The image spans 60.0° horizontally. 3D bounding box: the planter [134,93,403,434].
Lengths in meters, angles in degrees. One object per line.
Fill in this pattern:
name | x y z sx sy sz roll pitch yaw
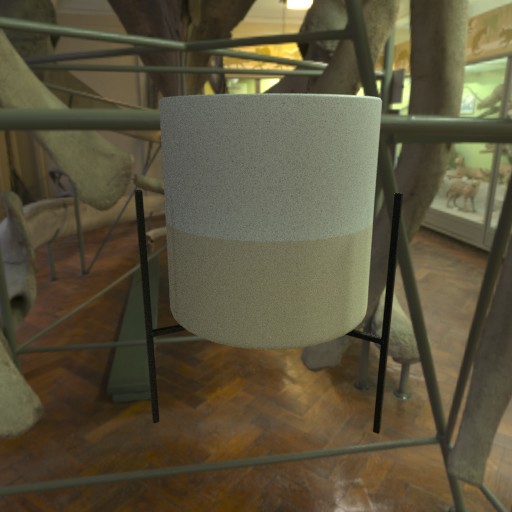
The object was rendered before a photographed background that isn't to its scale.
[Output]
planter | 0.000 0.000 0.544 0.263 0.362 0.267 -2 17 -8
